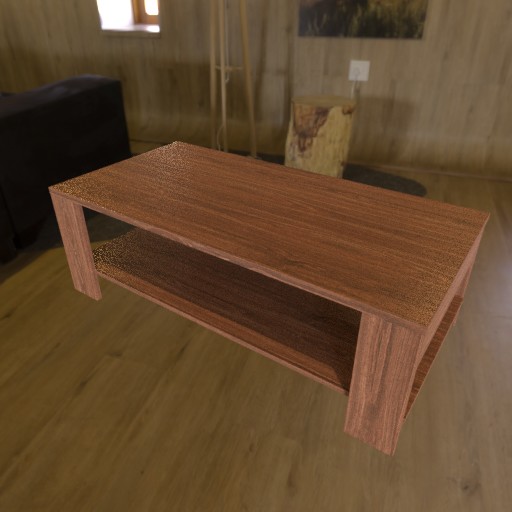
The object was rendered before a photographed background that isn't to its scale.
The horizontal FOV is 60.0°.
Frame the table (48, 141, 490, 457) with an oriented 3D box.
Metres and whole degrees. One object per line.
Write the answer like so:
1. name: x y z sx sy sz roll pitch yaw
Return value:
1. table: 0.000 0.000 1.441 1.200 0.400 0.600 20 36 29
